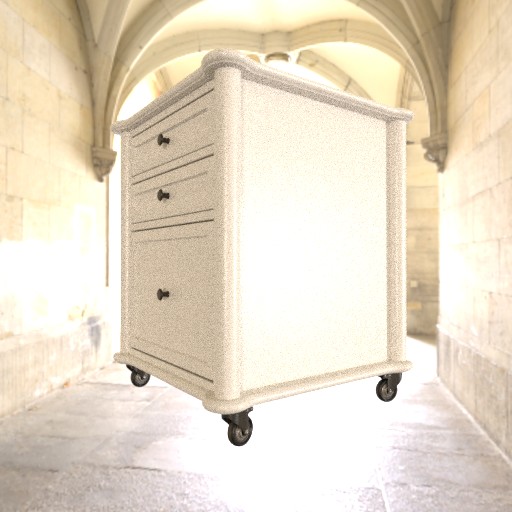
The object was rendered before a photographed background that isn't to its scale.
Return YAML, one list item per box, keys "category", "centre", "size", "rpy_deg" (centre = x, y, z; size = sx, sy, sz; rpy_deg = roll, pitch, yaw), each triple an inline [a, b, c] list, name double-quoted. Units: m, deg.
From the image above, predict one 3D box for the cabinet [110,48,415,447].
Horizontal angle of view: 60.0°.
- category: "cabinet"
  centre: [0.000, 0.000, 1.223]
  size: [0.627, 0.761, 0.628]
  rpy_deg: [0, -1, -37]
